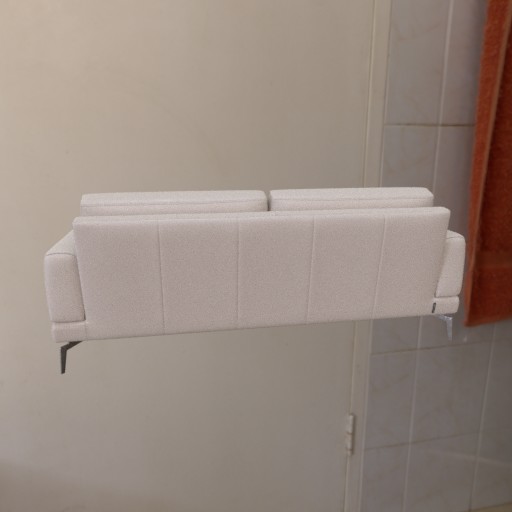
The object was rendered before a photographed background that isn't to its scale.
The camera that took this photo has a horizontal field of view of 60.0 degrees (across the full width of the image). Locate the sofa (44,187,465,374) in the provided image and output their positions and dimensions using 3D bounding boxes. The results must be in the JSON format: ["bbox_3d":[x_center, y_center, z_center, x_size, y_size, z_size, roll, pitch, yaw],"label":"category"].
[{"bbox_3d":[0.000,0.000,2.392,1.940,0.765,0.974,-3,15,-10],"label":"sofa"}]
